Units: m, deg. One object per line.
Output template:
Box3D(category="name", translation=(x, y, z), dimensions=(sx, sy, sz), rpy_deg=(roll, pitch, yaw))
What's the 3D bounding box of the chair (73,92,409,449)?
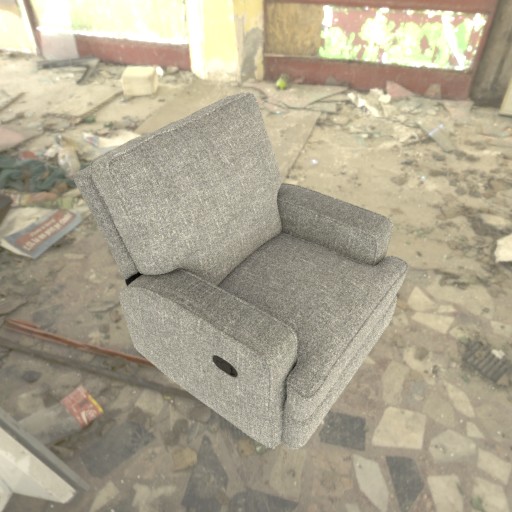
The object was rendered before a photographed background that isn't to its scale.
Box3D(category="chair", translation=(0.000, 0.000, 1.689), dimensions=(0.964, 0.962, 0.861), rpy_deg=(26, 48, 27))
